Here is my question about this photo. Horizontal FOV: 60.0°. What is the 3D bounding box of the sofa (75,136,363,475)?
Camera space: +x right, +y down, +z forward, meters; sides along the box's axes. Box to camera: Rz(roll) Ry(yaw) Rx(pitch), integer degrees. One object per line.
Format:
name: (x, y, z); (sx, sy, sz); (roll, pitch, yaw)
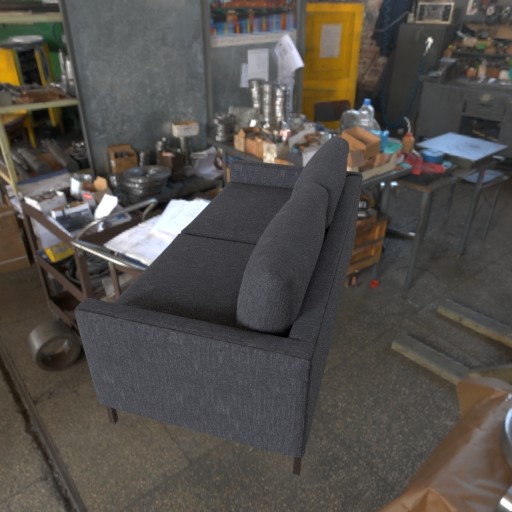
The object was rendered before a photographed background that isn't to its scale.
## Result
sofa: (0.000, 0.000, 2.232); (0.866, 0.862, 1.716); (9, 32, 15)
